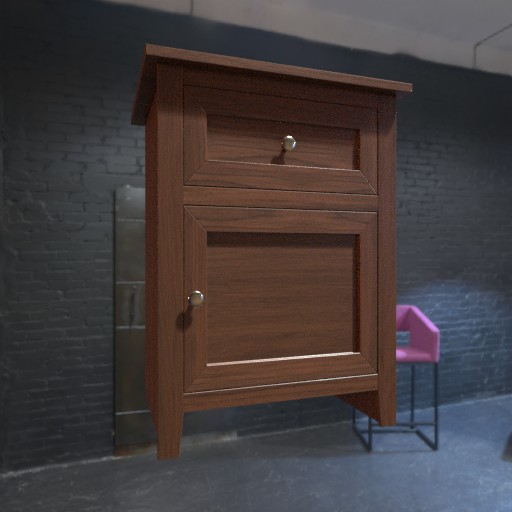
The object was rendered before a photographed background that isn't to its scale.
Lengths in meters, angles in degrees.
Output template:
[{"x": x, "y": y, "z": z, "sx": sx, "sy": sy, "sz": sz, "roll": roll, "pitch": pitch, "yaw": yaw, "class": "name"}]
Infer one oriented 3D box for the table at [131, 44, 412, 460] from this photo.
[{"x": 0.000, "y": 0.000, "z": 0.921, "sx": 0.480, "sy": 0.636, "sz": 0.381, "roll": 0, "pitch": 0, "yaw": -19, "class": "table"}]
